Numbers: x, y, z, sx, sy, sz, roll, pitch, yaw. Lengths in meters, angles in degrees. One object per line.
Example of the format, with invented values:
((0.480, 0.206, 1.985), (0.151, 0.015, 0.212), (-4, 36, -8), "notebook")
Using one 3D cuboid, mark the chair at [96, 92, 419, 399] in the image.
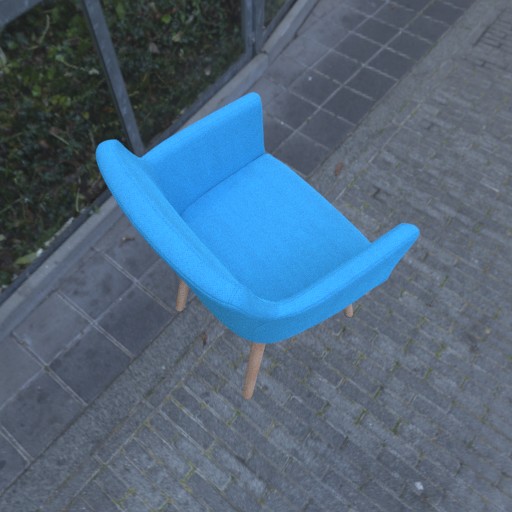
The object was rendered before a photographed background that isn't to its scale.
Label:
((0.000, 0.000, 1.174), (0.540, 0.780, 0.570), (-34, 64, -19), "chair")
